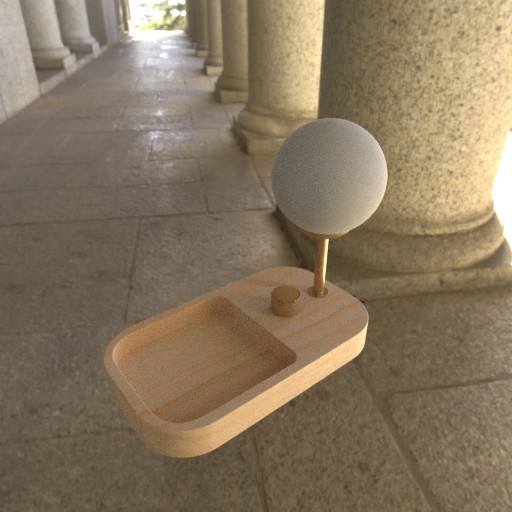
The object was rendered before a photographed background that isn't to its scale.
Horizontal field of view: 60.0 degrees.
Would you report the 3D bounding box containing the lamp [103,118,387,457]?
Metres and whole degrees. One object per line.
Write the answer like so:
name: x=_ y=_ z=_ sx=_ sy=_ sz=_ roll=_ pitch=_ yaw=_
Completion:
lamp: x=0.000 y=0.000 z=0.466 sx=0.331 sy=0.253 sz=0.173 roll=-22 pitch=36 yaw=-33
